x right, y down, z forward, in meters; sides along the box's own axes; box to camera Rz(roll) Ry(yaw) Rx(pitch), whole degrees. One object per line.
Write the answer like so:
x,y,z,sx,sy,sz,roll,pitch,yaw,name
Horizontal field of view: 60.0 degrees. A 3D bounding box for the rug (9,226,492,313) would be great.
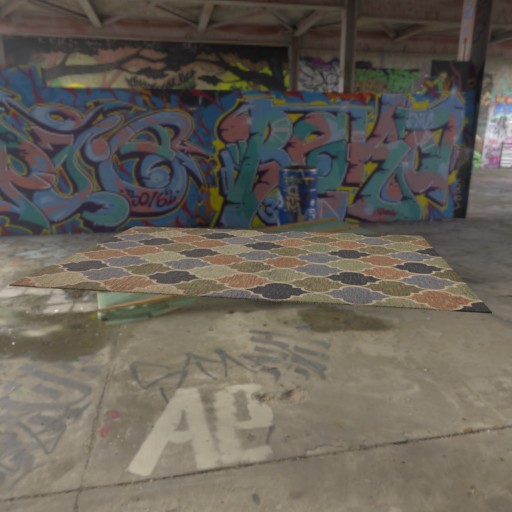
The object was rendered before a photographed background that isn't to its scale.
0.000,0.000,2.232,1.828,0.006,1.216,2,15,9,rug
